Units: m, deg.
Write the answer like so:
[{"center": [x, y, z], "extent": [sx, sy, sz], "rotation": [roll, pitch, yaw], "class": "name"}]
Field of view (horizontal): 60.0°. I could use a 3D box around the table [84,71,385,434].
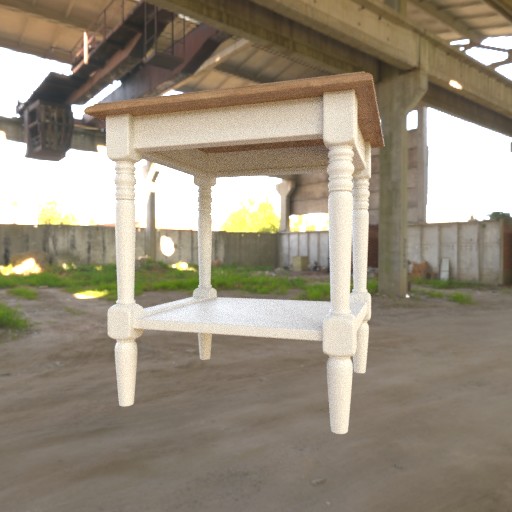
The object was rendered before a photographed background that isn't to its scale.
[{"center": [0.000, 0.000, 0.947], "extent": [0.508, 0.561, 0.457], "rotation": [0, 1, 18], "class": "table"}]
